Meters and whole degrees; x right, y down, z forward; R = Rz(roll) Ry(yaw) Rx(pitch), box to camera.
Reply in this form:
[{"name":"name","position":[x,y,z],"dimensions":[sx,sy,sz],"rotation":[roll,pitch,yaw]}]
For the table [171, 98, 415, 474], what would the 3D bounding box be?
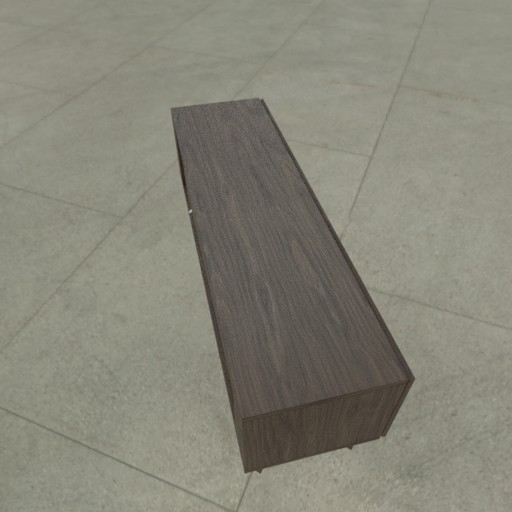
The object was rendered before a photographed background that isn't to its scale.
[{"name":"table","position":[0.000,0.000,1.625],"dimensions":[0.405,0.508,1.397],"rotation":[-10,47,-10]}]
